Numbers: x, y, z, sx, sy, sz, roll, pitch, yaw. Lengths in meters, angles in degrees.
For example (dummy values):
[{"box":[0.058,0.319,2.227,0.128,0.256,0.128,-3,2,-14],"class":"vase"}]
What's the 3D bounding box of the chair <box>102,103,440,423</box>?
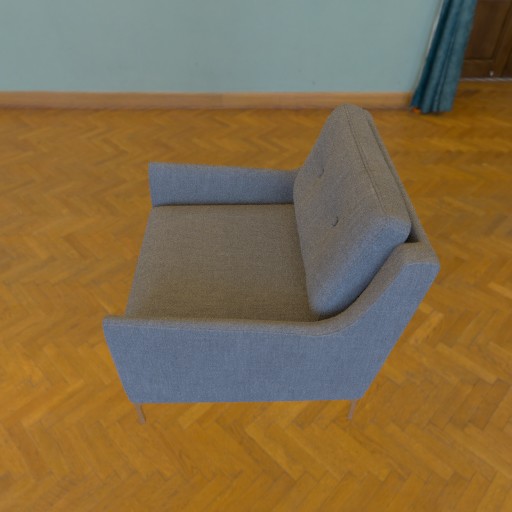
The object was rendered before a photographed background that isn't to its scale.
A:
[{"box":[0.000,0.000,1.545,0.849,0.828,0.847,-1,43,-1],"class":"chair"}]
